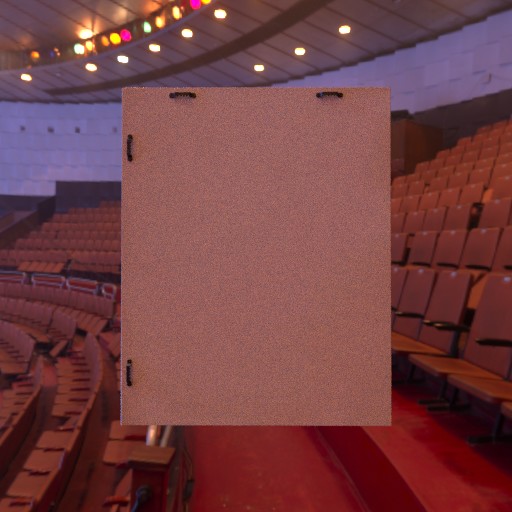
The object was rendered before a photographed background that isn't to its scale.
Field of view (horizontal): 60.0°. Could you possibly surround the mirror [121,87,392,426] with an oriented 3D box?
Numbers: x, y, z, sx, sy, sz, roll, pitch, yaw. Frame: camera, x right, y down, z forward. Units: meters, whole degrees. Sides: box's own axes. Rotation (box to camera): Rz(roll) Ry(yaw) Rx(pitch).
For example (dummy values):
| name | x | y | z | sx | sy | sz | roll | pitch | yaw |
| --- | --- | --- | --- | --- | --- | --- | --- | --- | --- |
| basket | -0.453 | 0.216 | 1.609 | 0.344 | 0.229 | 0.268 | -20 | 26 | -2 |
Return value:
| name | x | y | z | sx | sy | sz | roll | pitch | yaw |
| --- | --- | --- | --- | --- | --- | --- | --- | --- | --- |
| mirror | 0.000 | 0.000 | 0.682 | 0.406 | 0.509 | 0.041 | 0 | -1 | 0 |
